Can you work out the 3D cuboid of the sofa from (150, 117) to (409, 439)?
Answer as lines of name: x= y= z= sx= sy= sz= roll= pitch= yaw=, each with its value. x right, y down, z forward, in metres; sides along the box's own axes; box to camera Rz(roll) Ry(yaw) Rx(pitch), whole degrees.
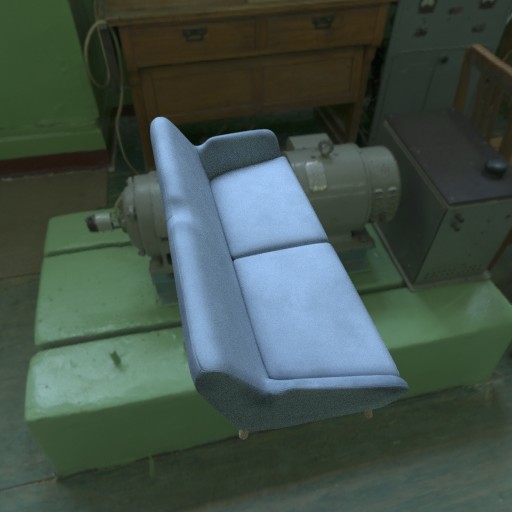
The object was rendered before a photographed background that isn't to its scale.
sofa: x=0.000 y=0.000 z=2.310 sx=0.850 sy=0.810 sz=1.870 roll=-10 pitch=47 yaw=-10
